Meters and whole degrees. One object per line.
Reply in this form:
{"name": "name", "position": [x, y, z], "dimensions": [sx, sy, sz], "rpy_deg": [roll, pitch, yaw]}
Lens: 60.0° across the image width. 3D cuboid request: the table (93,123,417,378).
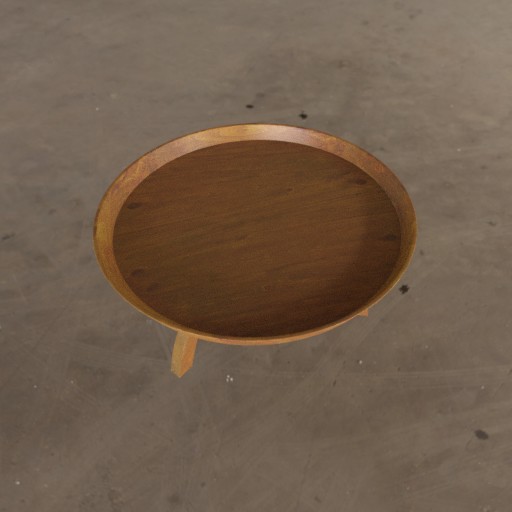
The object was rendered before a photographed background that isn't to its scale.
{"name": "table", "position": [0.000, 0.000, 1.580], "dimensions": [1.016, 0.470, 1.016], "rpy_deg": [0, 47, 0]}
